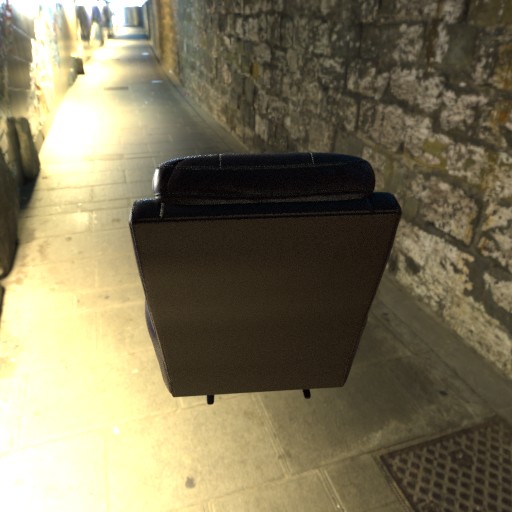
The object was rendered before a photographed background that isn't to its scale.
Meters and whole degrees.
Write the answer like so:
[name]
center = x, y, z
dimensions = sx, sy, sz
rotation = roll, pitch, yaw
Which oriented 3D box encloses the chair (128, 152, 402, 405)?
[chair]
center = 0.000, 0.000, 1.754
dimensions = 0.829, 1.030, 1.080
rotation = -2, 29, -4
